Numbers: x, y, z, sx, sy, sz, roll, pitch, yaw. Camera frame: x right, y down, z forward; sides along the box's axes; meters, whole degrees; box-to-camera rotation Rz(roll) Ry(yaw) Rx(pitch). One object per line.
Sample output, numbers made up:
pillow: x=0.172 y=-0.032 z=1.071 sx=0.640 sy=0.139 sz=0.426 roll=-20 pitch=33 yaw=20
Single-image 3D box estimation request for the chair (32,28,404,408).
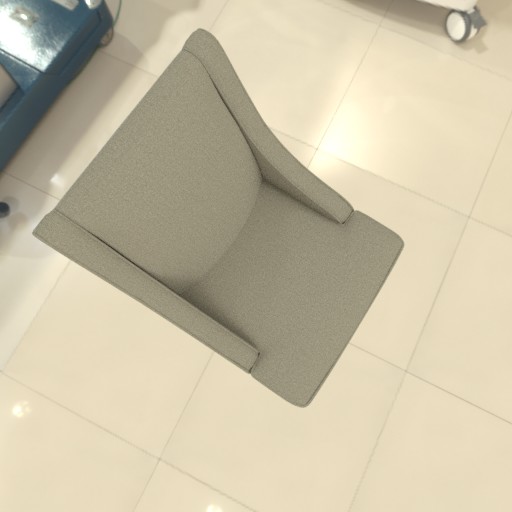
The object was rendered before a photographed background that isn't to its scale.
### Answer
chair: x=0.000 y=0.000 z=1.336 sx=0.737 sy=0.864 sz=0.610 roll=33 pitch=79 yaw=7
